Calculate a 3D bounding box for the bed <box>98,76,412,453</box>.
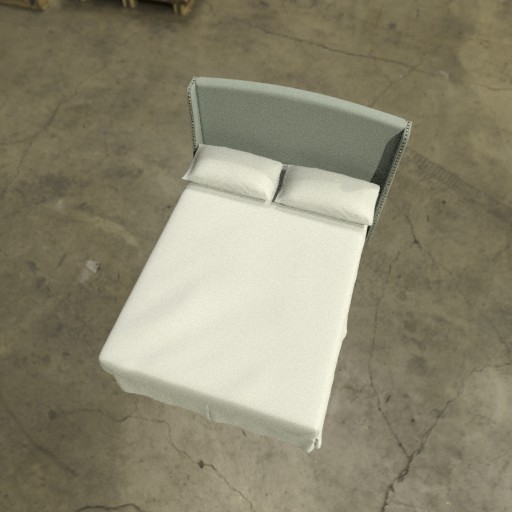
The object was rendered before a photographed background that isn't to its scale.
[{"bbox_3d":[0.000,0.000,3.359,1.710,1.407,2.237,15,60,9],"label":"bed"}]
